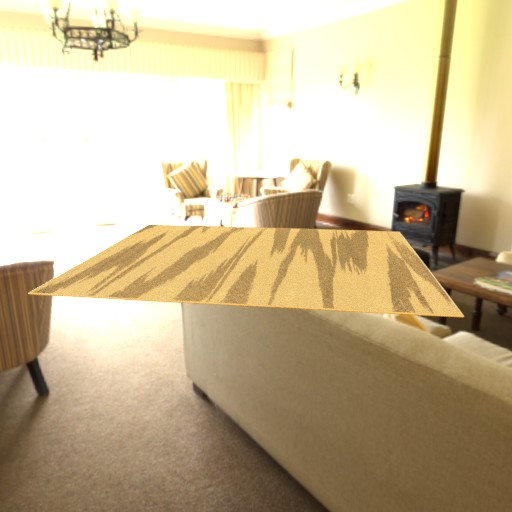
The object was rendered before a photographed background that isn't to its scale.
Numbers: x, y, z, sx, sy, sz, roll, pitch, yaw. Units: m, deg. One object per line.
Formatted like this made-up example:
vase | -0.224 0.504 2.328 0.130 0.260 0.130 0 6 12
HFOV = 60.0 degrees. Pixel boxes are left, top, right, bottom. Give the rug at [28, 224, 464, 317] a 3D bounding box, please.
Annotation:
rug | 0.000 0.000 4.056 2.945 0.014 2.353 2 16 8
